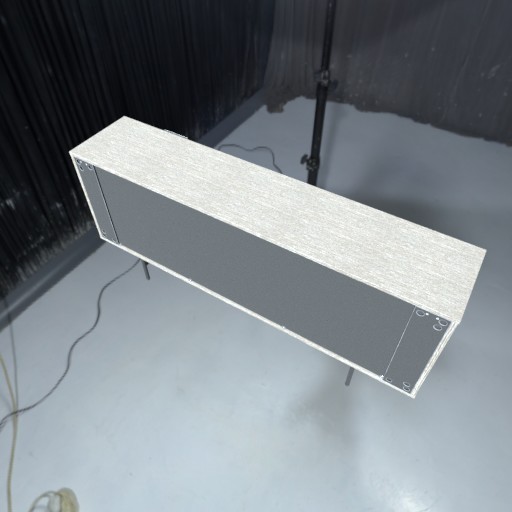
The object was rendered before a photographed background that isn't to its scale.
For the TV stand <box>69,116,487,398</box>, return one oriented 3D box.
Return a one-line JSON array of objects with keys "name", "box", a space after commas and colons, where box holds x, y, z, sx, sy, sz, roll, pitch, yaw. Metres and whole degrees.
[{"name": "TV stand", "box": [0.000, 0.000, 2.158, 1.804, 0.787, 0.405, 24, 52, 21]}]
